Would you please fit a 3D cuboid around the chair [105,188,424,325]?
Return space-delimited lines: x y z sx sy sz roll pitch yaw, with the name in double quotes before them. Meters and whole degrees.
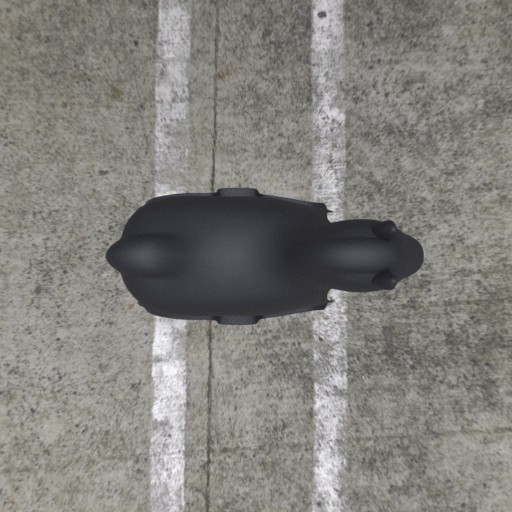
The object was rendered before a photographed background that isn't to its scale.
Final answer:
"chair" 0.000 0.000 1.167 0.800 0.612 0.429 0 90 -1
